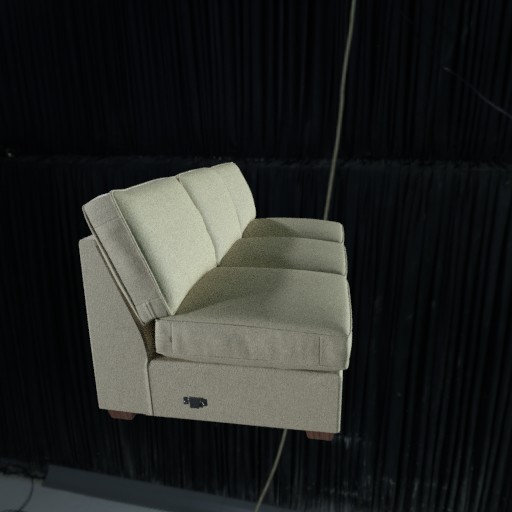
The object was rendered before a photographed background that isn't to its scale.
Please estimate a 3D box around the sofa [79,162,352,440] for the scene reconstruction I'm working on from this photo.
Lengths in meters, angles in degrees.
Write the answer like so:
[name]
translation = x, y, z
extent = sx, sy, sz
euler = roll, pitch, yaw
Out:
[sofa]
translation = 0.000, 0.000, 2.529
extent = 1.027, 0.973, 1.962
euler = 3, 16, 9
